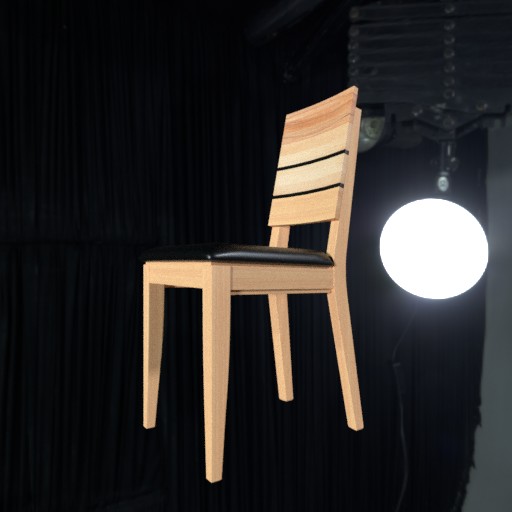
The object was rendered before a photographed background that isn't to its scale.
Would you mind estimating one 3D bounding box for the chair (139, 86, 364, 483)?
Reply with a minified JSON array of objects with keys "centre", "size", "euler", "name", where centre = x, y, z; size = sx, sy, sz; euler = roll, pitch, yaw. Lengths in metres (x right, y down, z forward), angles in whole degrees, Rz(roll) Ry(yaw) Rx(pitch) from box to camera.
[{"centre":[0.000,0.000,1.210],"size":[0.520,0.940,0.410],"euler":[1,-1,-35],"name":"chair"}]
